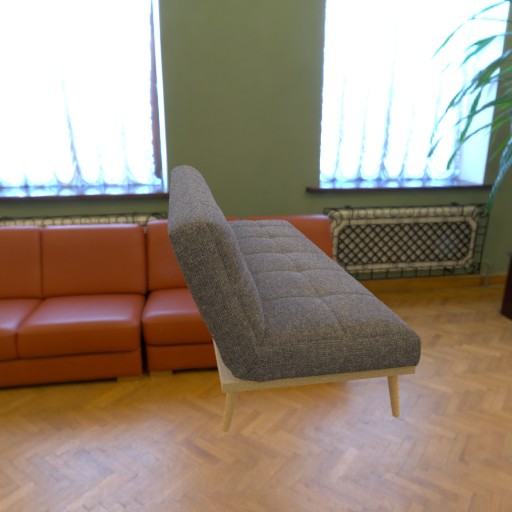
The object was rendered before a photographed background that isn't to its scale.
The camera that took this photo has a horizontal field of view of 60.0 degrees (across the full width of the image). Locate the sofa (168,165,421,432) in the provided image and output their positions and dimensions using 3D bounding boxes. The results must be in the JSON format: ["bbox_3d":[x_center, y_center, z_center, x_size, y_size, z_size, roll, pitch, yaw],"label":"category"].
[{"bbox_3d":[0.000,0.000,2.240,0.820,0.770,1.820,-3,17,-10],"label":"sofa"}]
